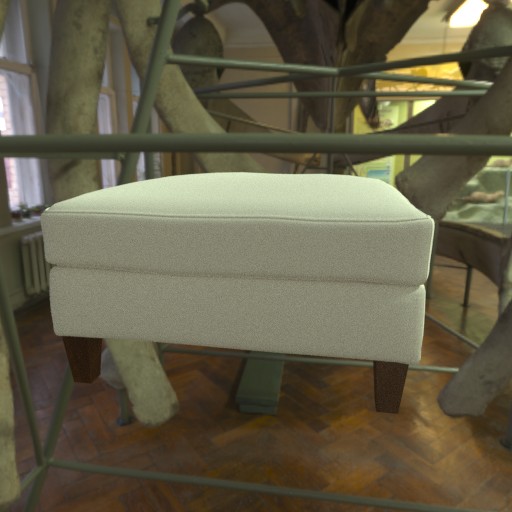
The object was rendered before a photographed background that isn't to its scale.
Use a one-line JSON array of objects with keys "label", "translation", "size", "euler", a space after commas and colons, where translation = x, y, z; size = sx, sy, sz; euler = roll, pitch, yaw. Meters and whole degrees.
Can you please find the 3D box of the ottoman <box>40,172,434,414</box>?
[{"label": "ottoman", "translation": [0.000, 0.000, 1.326], "size": [0.838, 0.479, 0.838], "euler": [2, 14, 10]}]
